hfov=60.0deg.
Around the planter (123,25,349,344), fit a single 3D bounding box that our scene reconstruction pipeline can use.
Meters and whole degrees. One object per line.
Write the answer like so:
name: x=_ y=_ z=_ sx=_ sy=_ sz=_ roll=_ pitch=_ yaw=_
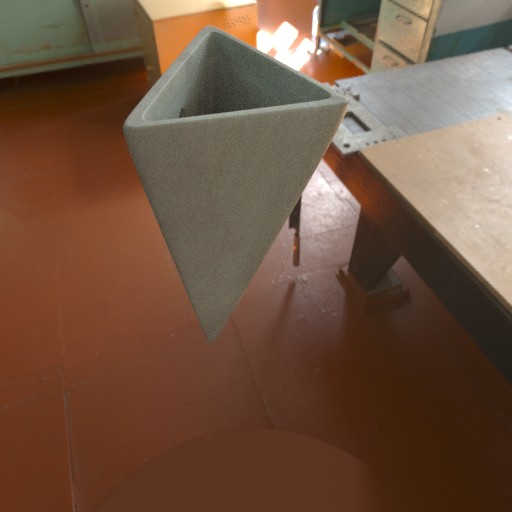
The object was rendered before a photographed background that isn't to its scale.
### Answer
planter: x=0.000 y=0.000 z=0.270 sx=0.081 sy=0.224 sz=0.101 roll=10 pitch=48 yaw=9
